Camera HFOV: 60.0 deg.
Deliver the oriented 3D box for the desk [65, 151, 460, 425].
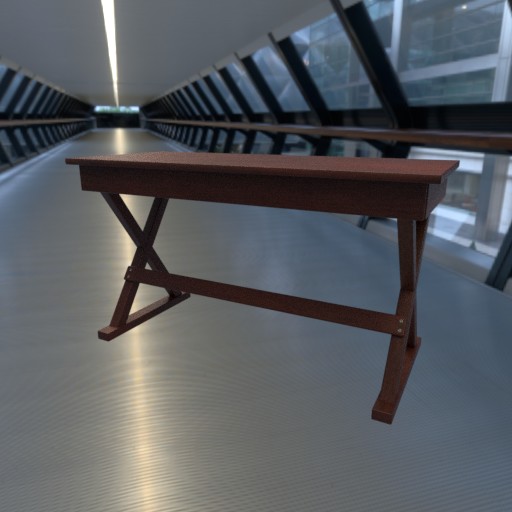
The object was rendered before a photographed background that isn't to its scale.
[{"bbox_3d":[0.000,0.000,1.781,1.372,0.761,0.600,8,18,27],"label":"desk"}]
